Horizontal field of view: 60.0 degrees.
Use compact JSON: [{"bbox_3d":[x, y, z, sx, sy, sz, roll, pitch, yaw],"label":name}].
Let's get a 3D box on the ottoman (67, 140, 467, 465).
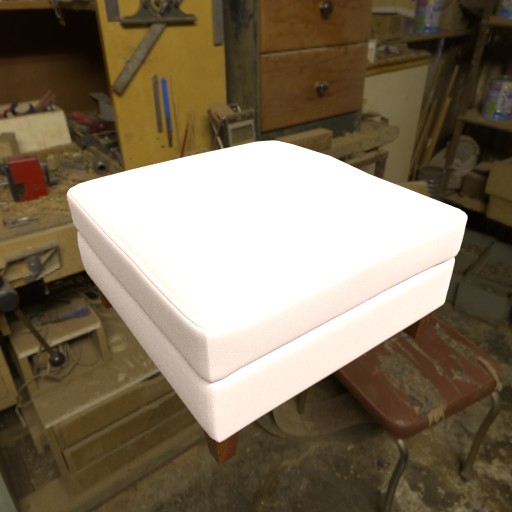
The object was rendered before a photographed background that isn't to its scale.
[{"bbox_3d":[0.000,0.000,1.348,0.838,0.479,0.838,-21,37,-30],"label":"ottoman"}]
